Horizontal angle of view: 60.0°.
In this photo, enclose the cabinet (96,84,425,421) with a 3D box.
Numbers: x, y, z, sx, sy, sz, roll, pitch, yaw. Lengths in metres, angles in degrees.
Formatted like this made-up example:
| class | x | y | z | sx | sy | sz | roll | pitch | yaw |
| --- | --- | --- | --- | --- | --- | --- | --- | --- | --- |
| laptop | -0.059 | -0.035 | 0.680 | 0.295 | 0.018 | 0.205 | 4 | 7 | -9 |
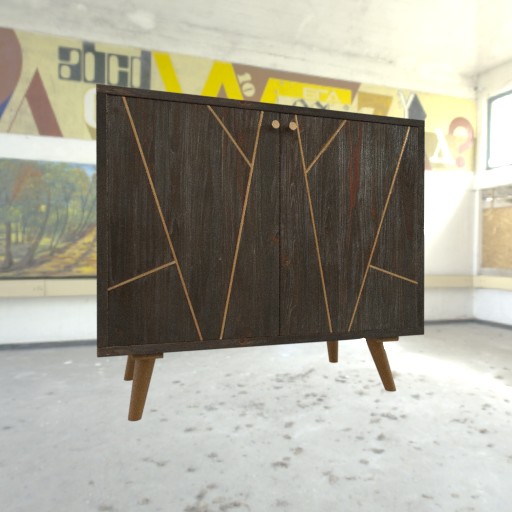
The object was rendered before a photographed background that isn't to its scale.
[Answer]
| class | x | y | z | sx | sy | sz | roll | pitch | yaw |
| --- | --- | --- | --- | --- | --- | --- | --- | --- | --- |
| cabinet | 0.000 | 0.000 | 1.530 | 1.023 | 0.897 | 0.529 | 0 | 0 | -18 |
